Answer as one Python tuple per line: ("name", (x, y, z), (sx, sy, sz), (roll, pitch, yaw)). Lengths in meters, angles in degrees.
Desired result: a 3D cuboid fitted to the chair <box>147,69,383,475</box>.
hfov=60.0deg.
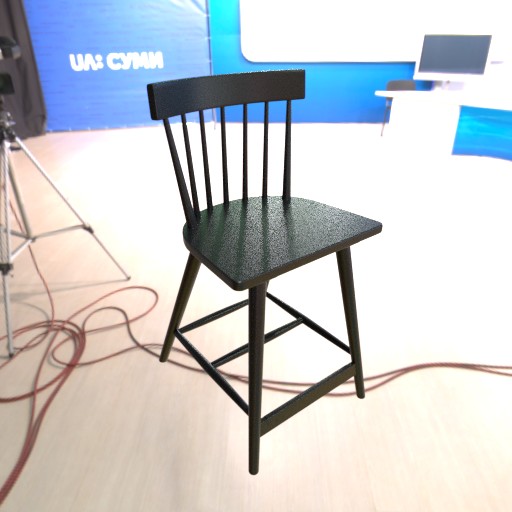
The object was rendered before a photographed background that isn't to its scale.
("chair", (0.000, 0.000, 1.275), (0.483, 0.952, 0.572), (-21, 35, -32))
